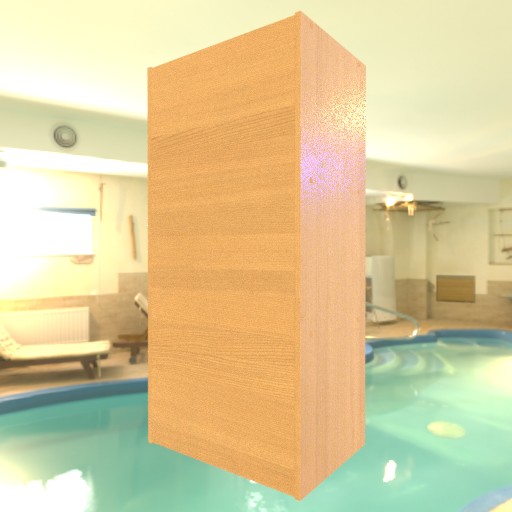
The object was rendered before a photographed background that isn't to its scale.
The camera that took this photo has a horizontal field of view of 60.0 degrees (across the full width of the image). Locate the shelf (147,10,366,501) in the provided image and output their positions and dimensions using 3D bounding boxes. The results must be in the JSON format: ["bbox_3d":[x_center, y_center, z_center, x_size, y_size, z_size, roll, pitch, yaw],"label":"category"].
[{"bbox_3d":[0.000,0.000,1.032,0.417,0.876,0.292,0,1,37],"label":"shelf"}]
